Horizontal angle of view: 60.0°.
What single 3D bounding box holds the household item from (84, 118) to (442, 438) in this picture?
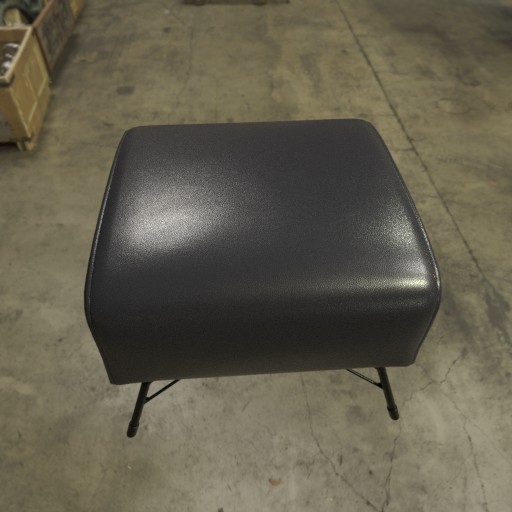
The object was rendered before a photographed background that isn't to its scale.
[{"bbox_3d":[0.000,0.000,0.884,0.530,0.410,0.530,-3,47,-3],"label":"household item"}]
